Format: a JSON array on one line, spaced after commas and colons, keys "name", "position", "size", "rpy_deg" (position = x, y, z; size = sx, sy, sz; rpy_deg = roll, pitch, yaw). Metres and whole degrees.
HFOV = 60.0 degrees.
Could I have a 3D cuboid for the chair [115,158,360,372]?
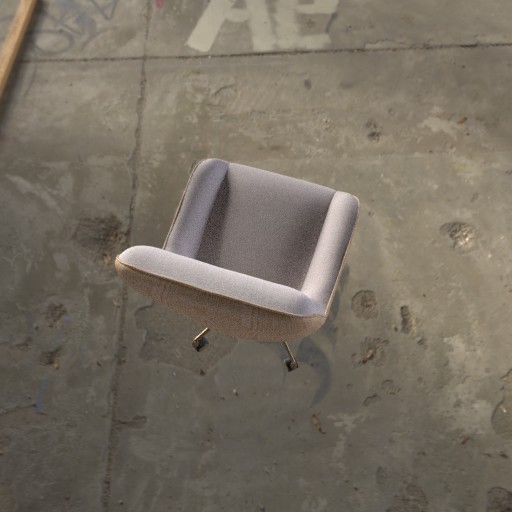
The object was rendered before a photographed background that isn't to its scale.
[{"name": "chair", "position": [0.000, 0.000, 1.362], "size": [0.564, 0.952, 0.668], "rpy_deg": [16, 66, 7]}]
